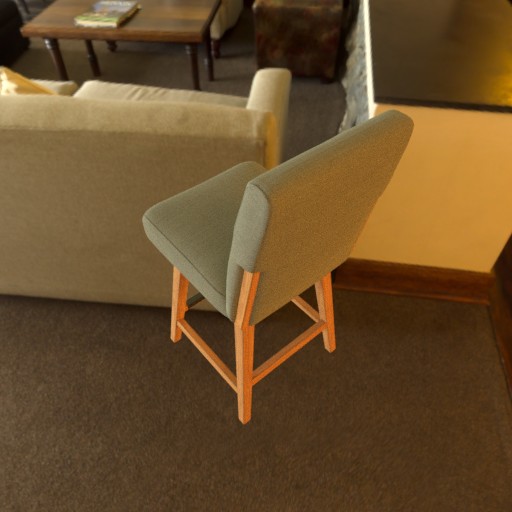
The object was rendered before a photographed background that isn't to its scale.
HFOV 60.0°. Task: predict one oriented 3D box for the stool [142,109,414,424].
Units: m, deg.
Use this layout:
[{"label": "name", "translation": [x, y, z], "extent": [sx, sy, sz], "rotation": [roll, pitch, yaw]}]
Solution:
[{"label": "stool", "translation": [0.000, 0.000, 1.342], "extent": [0.459, 1.019, 0.570], "rotation": [-32, 54, -27]}]
